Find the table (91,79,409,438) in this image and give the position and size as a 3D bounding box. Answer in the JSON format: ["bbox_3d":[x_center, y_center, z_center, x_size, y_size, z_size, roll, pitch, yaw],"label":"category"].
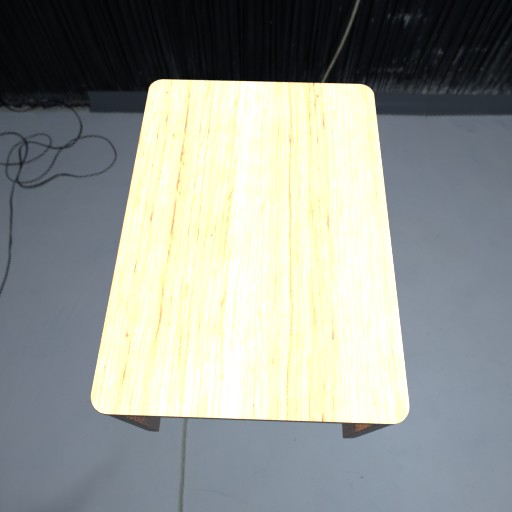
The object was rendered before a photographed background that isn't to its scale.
[{"bbox_3d":[0.000,0.000,1.367,0.696,0.445,0.997,2,64,1],"label":"table"}]
